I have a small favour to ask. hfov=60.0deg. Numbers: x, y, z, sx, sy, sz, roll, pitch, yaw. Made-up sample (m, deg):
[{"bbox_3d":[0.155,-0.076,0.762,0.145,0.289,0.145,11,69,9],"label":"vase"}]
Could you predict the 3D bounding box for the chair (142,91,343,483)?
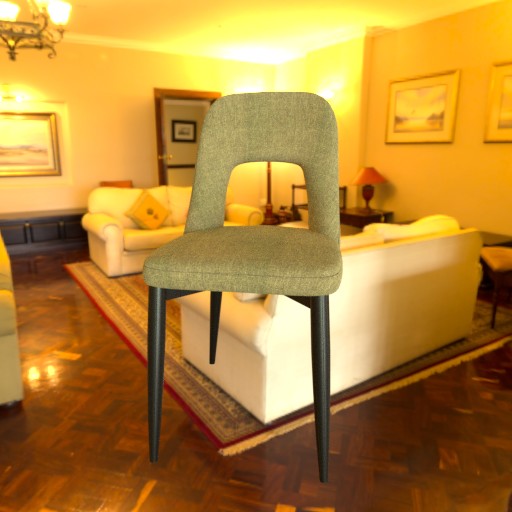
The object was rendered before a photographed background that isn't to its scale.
[{"bbox_3d":[0.000,0.000,1.237,0.470,0.931,0.612,2,14,9],"label":"chair"}]
